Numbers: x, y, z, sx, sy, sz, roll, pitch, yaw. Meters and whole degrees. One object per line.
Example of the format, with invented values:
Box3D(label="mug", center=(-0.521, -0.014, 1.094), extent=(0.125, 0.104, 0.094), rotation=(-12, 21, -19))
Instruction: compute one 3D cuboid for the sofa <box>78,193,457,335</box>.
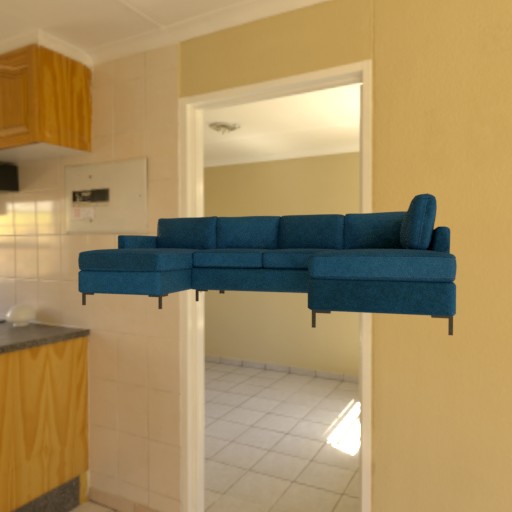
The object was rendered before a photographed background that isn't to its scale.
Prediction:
Box3D(label="sofa", center=(0.000, 0.000, 4.390), extent=(3.434, 0.992, 2.055), rotation=(0, 1, 18))
